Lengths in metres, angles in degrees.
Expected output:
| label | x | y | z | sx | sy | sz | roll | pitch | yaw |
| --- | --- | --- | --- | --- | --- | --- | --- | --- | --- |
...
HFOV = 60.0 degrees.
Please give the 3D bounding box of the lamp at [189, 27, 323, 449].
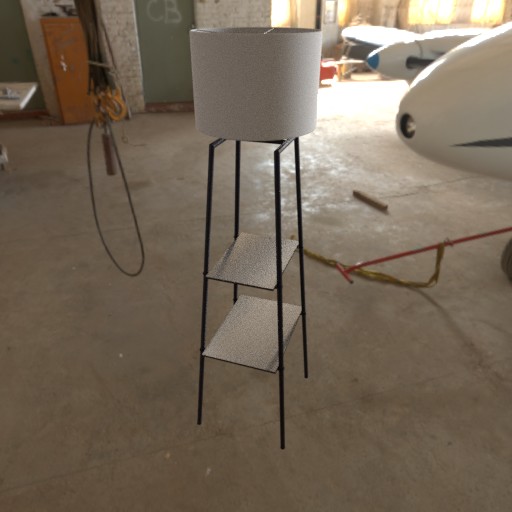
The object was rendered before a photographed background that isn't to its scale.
| label | x | y | z | sx | sy | sz | roll | pitch | yaw |
| --- | --- | --- | --- | --- | --- | --- | --- | --- | --- |
| lamp | 0.000 | 0.000 | 1.621 | 0.384 | 1.474 | 0.427 | 10 | 31 | 16 |
